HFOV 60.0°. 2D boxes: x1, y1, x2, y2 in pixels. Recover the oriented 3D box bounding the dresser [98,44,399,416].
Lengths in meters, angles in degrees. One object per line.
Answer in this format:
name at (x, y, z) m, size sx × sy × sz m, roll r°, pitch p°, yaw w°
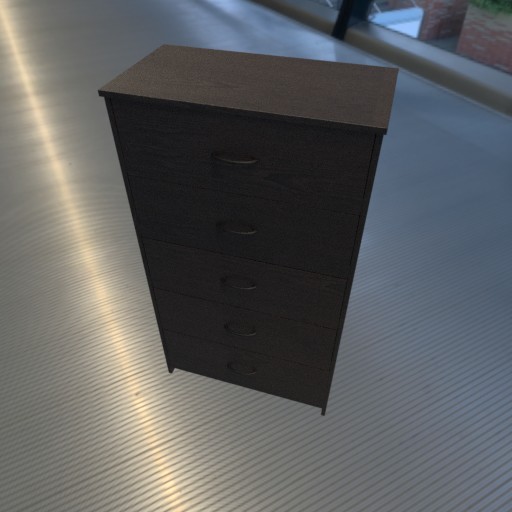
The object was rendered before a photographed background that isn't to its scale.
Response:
dresser at (0.000, 0.000, 1.576) m, size 0.704 × 1.254 × 0.418 m, roll 12°, pitch 44°, yaw 13°
